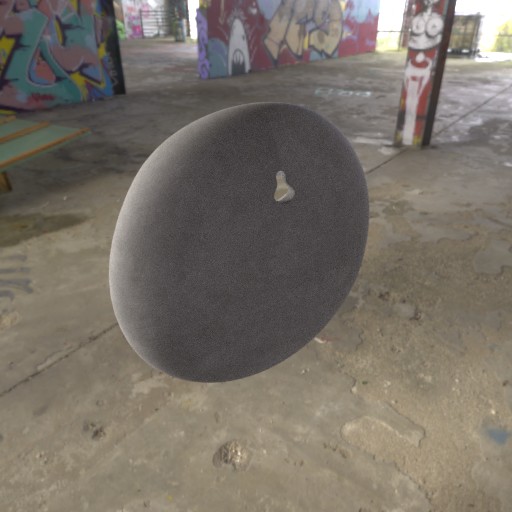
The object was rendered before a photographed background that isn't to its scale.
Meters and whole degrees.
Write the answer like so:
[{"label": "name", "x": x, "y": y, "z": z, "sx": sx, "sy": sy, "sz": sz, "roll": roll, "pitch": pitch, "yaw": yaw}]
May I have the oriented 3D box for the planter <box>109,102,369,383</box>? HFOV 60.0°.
[{"label": "planter", "x": 0.000, "y": 0.000, "z": 0.283, "sx": 0.185, "sy": 0.188, "sz": 0.071, "roll": -17, "pitch": 34, "yaw": -28}]
